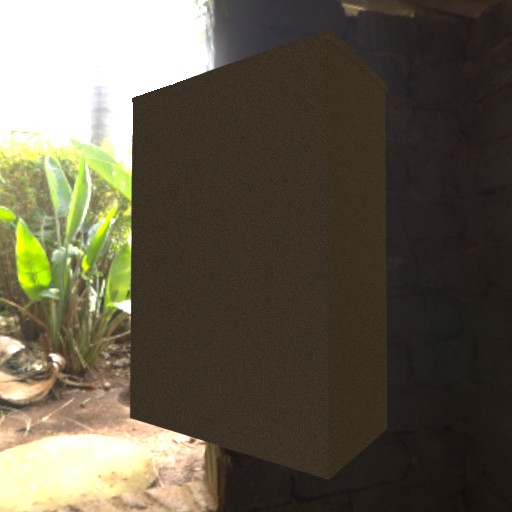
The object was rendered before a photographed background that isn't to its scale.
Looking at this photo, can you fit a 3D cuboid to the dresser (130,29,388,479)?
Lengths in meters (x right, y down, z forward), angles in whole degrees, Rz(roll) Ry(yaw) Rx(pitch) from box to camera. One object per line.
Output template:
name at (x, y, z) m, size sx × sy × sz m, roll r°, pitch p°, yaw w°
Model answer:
dresser at (0.000, 0.000, 1.369) m, size 0.704 × 1.021 × 0.401 m, roll -1°, pitch -2°, yaw 36°
